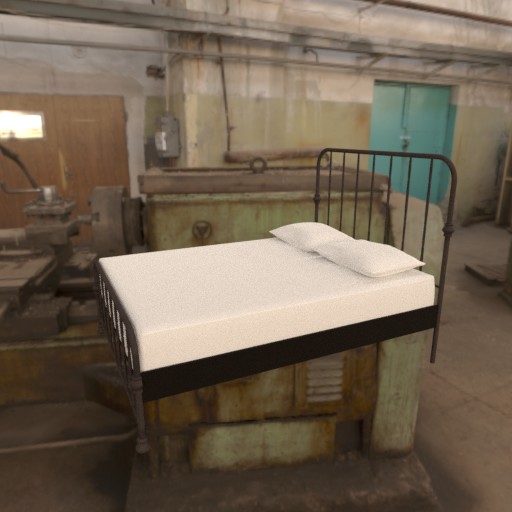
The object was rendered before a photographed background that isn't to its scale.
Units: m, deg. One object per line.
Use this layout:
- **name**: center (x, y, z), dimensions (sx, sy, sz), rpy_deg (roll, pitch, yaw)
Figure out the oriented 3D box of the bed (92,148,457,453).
- **bed**: center (0.000, 0.000, 3.203), dimensions (2.134, 1.446, 1.616), rpy_deg (-8, 17, -25)
